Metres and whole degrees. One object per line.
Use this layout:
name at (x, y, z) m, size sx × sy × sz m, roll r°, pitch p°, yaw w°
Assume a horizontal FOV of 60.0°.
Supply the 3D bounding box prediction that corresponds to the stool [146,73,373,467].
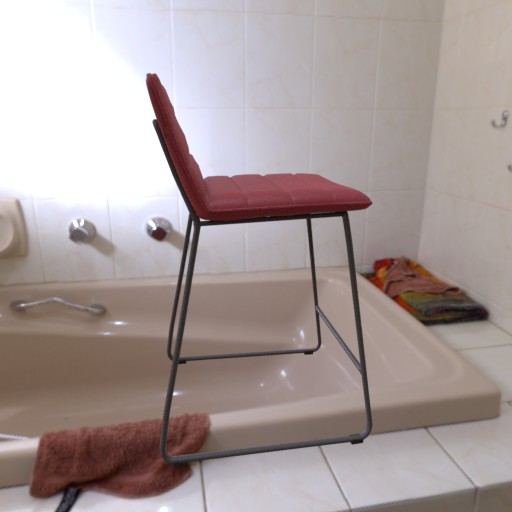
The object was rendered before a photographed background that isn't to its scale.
stool at (0.000, 0.000, 1.172) m, size 0.524 × 0.866 × 0.489 m, roll -3°, pitch 17°, yaw -8°
